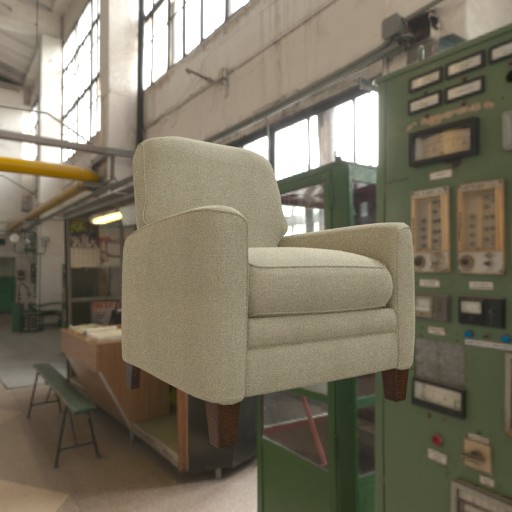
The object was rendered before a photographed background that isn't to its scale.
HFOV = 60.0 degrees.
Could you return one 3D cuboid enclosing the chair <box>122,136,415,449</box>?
[{"bbox_3d":[0.000,0.000,1.653,0.850,1.006,0.853,1,-2,-34],"label":"chair"}]
